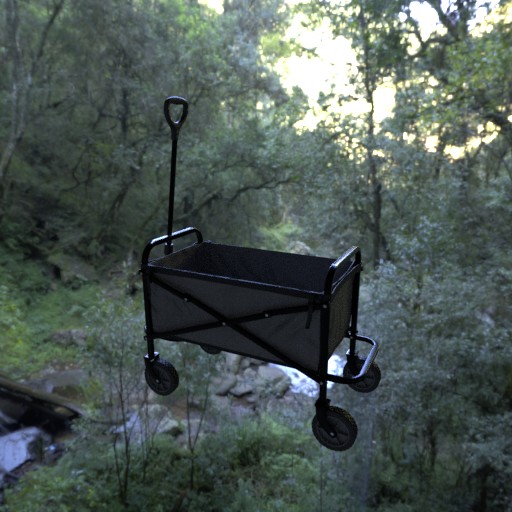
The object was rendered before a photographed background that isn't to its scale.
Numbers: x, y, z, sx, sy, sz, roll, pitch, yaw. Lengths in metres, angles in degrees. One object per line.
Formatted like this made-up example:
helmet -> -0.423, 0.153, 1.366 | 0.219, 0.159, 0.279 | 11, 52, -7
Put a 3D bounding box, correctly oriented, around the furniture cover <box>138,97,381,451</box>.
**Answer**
furniture cover -> 0.000, 0.000, 1.879 | 1.038, 1.295, 0.532 | 8, 18, 25
